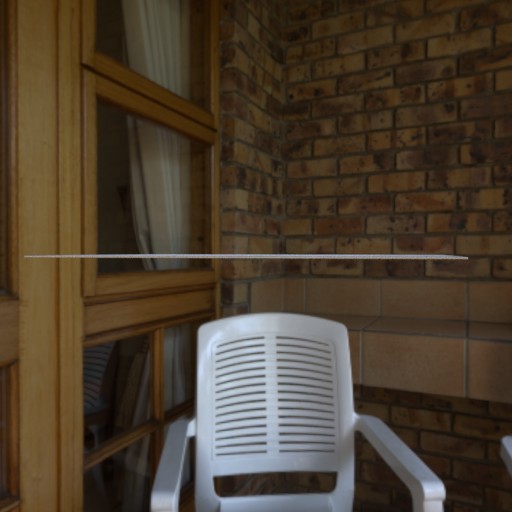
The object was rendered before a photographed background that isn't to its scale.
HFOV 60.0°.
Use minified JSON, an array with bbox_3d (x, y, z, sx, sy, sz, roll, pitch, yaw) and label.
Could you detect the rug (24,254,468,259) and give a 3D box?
[{"bbox_3d":[0.000,0.000,2.992,2.438,0.012,1.524,0,1,20],"label":"rug"}]
